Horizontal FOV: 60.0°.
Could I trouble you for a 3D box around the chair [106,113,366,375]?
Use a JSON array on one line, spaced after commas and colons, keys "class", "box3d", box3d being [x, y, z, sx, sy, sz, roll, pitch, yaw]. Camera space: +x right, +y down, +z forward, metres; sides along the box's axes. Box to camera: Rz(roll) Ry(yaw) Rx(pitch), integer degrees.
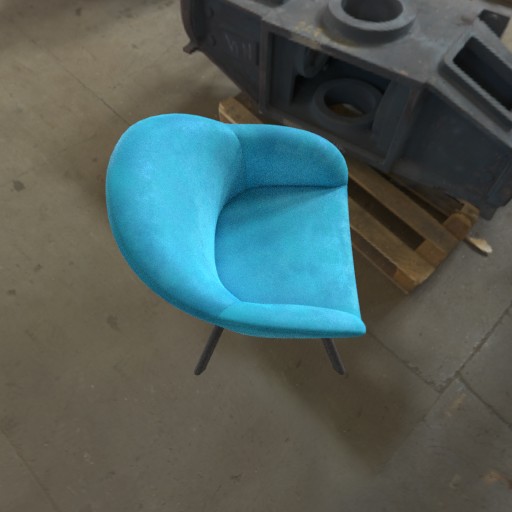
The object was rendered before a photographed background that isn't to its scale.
[{"class": "chair", "box3d": [0.000, 0.000, 1.216, 0.590, 0.795, 0.550, 0, 64, 0]}]
